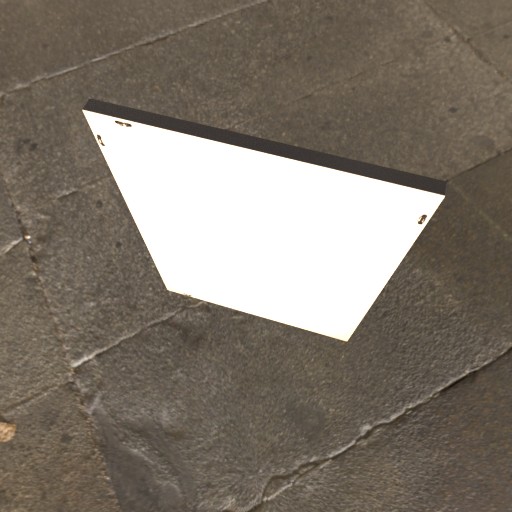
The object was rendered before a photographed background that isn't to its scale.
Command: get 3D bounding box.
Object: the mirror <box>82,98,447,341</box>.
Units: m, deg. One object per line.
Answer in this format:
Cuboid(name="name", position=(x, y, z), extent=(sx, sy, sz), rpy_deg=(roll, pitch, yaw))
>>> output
Cuboid(name="mirror", position=(0.000, 0.000, 1.354), extent=(0.762, 1.016, 0.040), rpy_deg=(15, 65, 7))
